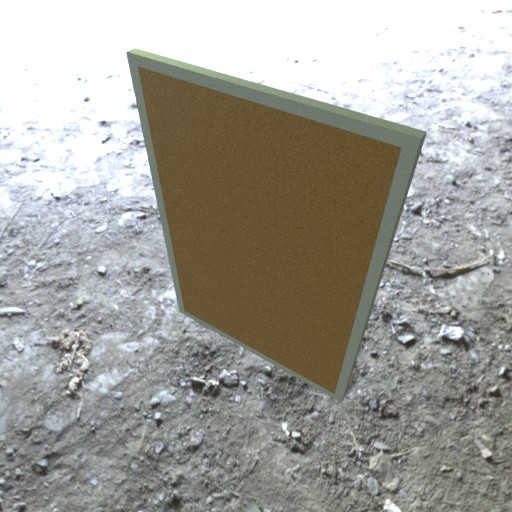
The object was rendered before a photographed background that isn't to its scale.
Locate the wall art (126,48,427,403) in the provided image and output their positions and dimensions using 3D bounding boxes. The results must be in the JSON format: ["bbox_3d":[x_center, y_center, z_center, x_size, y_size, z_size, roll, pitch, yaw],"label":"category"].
[{"bbox_3d":[0.000,0.000,0.548,0.303,0.433,0.013,25,51,22],"label":"wall art"}]
